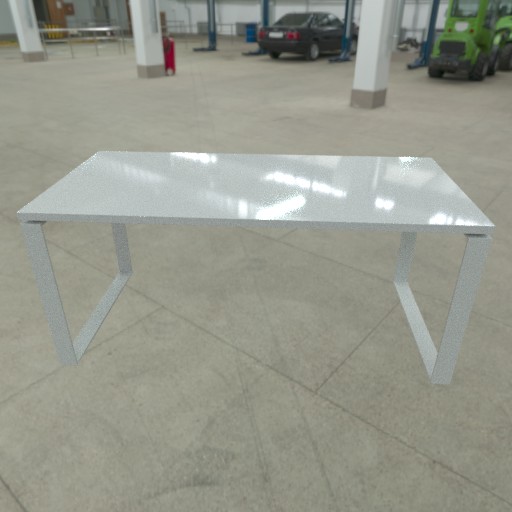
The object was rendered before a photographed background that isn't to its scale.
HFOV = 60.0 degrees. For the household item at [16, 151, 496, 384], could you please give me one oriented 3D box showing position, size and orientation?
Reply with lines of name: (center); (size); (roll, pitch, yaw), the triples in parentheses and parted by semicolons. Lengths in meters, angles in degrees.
household item: (0.000, 0.000, 2.098); (1.700, 0.745, 0.800); (2, 29, 3)
